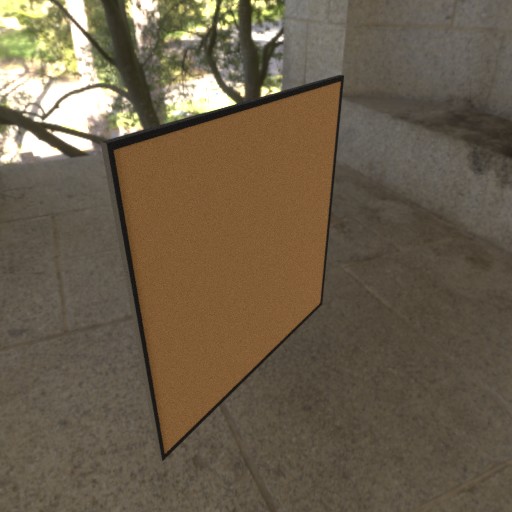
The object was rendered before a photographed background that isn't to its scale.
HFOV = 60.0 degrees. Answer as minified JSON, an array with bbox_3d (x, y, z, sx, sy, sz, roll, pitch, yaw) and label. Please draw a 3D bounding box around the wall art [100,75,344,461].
[{"bbox_3d":[0.000,0.000,0.974,0.015,0.663,0.664,21,37,31],"label":"wall art"}]
